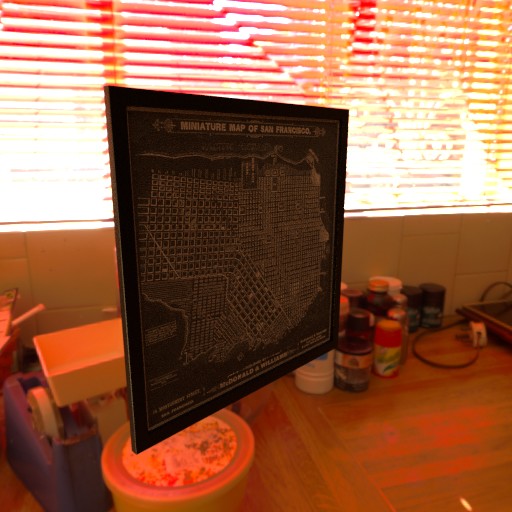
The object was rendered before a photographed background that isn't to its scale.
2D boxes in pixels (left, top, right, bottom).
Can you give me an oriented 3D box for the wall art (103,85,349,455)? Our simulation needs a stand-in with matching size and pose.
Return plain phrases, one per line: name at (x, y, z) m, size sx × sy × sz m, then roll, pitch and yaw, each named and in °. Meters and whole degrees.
wall art at (0.000, 0.000, 0.689) m, size 0.457 × 0.458 × 0.012 m, roll -14°, pitch 19°, yaw -43°
